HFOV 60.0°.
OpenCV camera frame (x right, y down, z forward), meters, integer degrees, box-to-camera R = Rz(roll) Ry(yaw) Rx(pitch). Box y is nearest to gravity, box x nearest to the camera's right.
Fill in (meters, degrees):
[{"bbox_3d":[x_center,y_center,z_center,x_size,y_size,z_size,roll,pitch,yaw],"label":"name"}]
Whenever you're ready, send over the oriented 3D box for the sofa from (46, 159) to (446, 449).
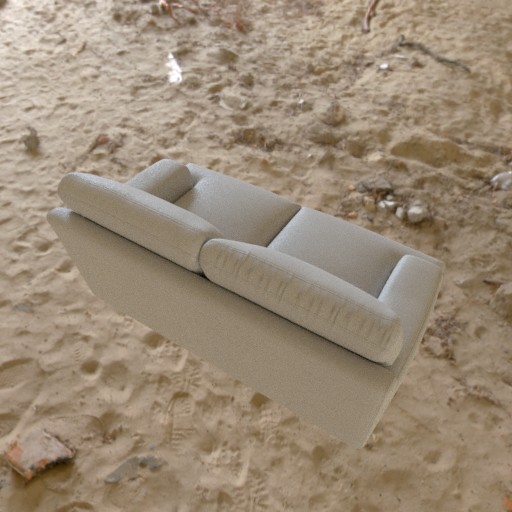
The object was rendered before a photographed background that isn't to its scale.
[{"bbox_3d":[0.000,0.000,2.435,1.880,0.940,1.143,25,52,21],"label":"sofa"}]
